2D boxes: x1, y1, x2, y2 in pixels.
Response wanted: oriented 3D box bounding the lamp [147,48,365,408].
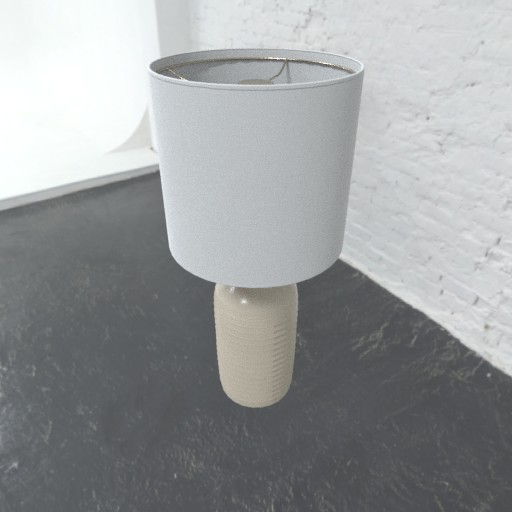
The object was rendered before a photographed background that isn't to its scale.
[{"bbox_3d":[0.000,0.000,0.587,0.220,0.475,0.220,20,38,29],"label":"lamp"}]
